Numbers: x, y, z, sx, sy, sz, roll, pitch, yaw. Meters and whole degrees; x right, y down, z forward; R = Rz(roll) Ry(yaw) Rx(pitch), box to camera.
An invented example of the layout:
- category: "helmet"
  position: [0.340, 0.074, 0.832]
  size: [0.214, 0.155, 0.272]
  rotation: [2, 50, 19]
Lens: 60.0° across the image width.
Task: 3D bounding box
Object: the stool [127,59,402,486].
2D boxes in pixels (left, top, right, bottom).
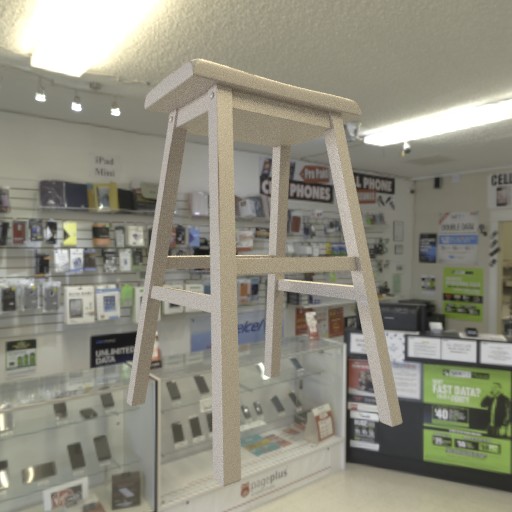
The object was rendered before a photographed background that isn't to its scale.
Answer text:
- category: "stool"
  position: [0.000, 0.000, 1.036]
  size: [0.457, 0.737, 0.476]
  rotation: [-1, 1, -35]
